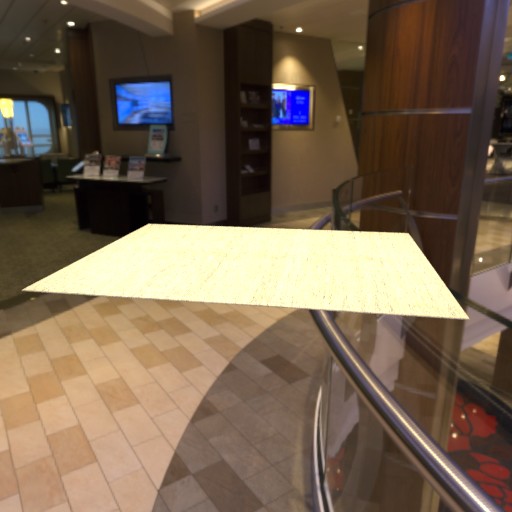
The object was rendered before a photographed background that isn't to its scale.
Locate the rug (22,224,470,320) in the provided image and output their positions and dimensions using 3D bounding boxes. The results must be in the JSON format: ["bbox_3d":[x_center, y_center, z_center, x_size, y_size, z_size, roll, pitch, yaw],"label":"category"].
[{"bbox_3d":[0.000,0.000,4.264,3.201,0.014,2.437,3,16,9],"label":"rug"}]
